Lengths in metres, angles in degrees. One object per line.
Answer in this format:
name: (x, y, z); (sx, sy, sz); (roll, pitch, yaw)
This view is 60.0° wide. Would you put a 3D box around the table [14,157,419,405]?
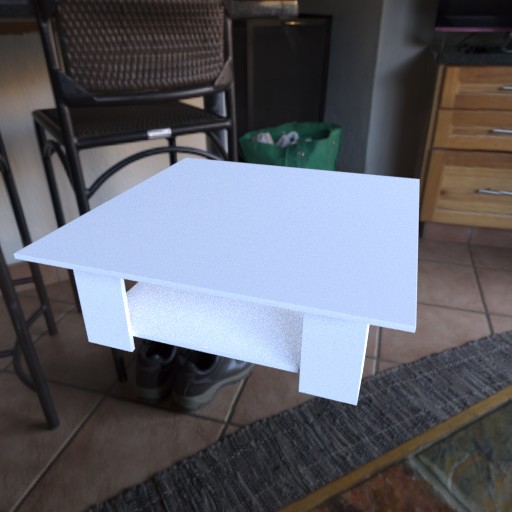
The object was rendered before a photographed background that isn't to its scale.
table: (0.000, 0.000, 1.348); (0.890, 0.305, 0.890); (9, 29, 16)
